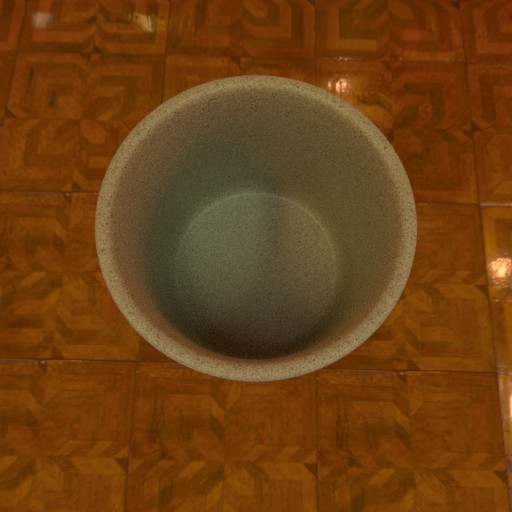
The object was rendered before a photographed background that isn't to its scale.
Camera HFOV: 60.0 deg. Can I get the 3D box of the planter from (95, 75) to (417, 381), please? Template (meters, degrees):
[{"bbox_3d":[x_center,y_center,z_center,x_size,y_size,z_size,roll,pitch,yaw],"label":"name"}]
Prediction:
[{"bbox_3d":[0.000,0.000,0.358,0.191,0.200,0.191,0,75,0],"label":"planter"}]
